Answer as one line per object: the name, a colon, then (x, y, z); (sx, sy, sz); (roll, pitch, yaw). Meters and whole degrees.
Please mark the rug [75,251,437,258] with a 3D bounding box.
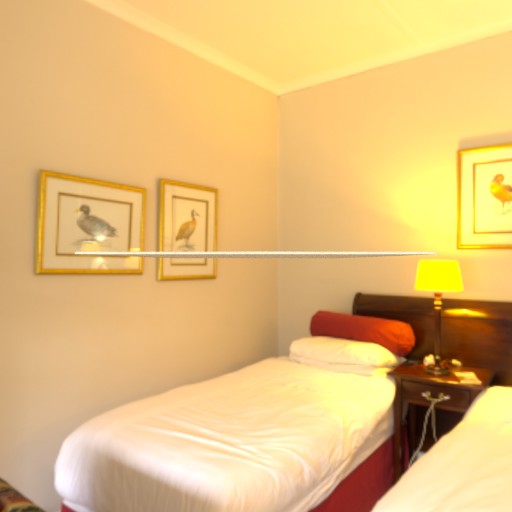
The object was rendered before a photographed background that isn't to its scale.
rug: (0.000, 0.000, 3.067); (1.521, 0.015, 2.436); (0, -1, 0)
